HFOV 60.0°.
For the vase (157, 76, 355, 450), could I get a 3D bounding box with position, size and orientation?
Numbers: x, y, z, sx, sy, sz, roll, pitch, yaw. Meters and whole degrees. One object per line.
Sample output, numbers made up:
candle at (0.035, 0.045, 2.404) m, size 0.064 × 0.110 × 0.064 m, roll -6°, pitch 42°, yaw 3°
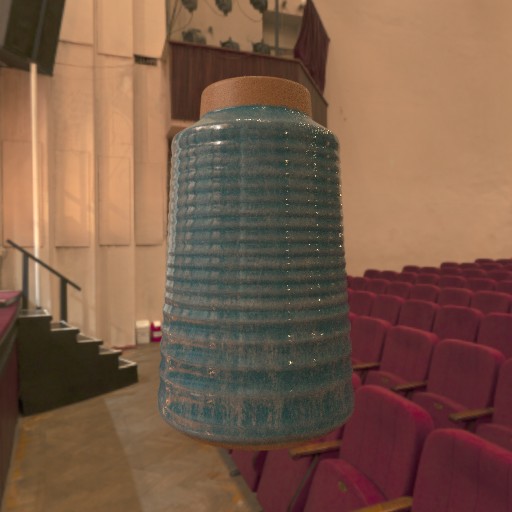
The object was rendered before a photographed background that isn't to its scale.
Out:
vase at (0.000, 0.000, 0.373) m, size 0.163 × 0.267 × 0.163 m, roll 0°, pitch 1°, yaw 0°
